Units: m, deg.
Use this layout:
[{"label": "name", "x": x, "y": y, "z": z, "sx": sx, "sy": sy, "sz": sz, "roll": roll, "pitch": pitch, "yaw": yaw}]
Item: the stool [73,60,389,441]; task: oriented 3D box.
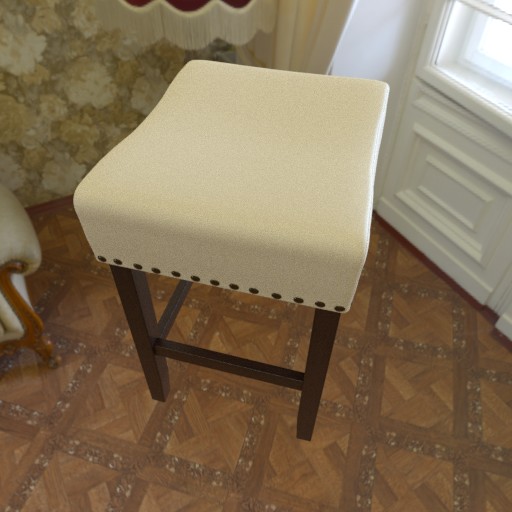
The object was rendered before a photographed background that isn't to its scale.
[{"label": "stool", "x": 0.000, "y": 0.000, "z": 0.924, "sx": 0.401, "sy": 0.609, "sz": 0.471, "roll": 11, "pitch": 47, "yaw": 10}]
